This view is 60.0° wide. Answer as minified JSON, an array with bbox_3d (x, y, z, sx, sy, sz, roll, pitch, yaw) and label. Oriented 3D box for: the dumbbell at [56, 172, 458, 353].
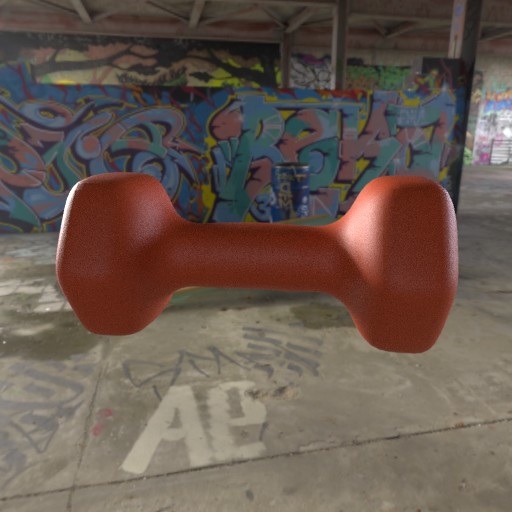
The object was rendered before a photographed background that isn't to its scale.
[{"bbox_3d":[0.000,0.000,0.198,0.162,0.071,0.079,2,16,8],"label":"dumbbell"}]
